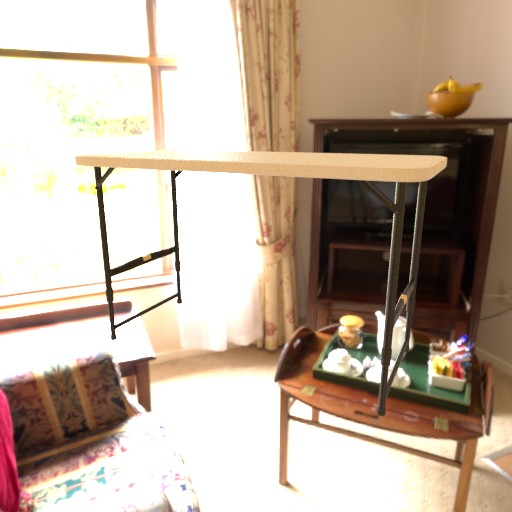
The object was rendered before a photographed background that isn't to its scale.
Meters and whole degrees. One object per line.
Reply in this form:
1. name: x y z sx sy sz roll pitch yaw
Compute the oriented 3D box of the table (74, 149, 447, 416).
1. table: 0.000 0.000 1.667 1.219 0.737 0.610 8 18 26
